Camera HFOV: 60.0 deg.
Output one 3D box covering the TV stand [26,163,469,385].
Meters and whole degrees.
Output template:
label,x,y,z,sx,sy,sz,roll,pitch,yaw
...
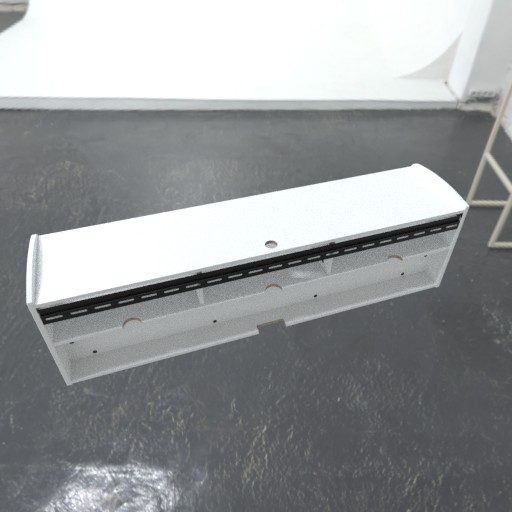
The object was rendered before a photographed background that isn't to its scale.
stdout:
label,x,y,z,sx,sy,sz,roll,pitch,yaw
TV stand,0.000,0.000,1.671,1.473,0.424,0.397,-12,43,-14
